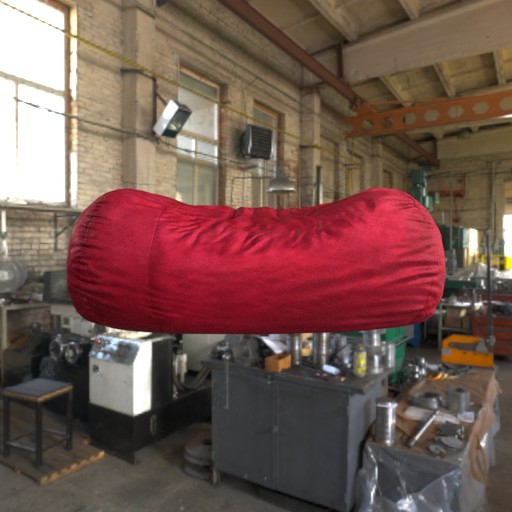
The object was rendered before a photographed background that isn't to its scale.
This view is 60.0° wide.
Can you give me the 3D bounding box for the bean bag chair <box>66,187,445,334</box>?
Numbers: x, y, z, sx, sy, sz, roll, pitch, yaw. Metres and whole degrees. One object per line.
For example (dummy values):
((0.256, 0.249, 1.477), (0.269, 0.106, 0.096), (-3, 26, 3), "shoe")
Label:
((0.000, 0.000, 2.844), (2.293, 0.867, 1.216), (0, 1, 0), "bean bag chair")
